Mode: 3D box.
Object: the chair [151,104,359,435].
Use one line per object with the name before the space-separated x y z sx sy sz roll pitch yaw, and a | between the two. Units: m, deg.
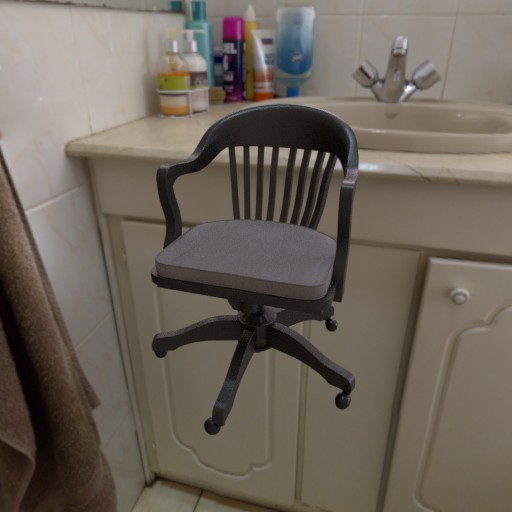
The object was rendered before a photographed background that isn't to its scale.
chair | 0.000 0.000 1.485 0.750 0.878 0.788 8 27 16
